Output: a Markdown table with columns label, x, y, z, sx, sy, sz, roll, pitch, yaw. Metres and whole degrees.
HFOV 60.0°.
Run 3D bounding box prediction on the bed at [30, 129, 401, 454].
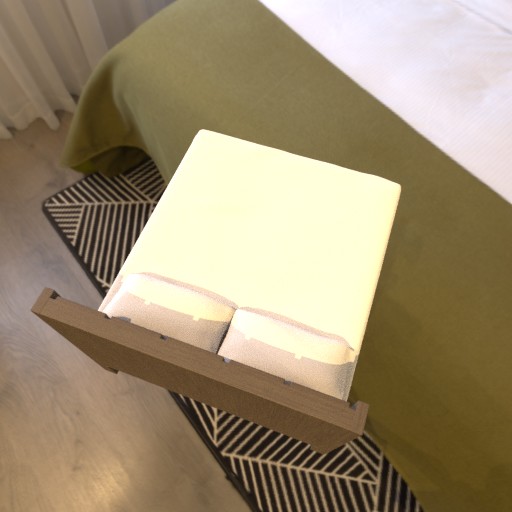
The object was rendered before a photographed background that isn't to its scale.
| label | x | y | z | sx | sy | sz | roll | pitch | yaw |
| --- | --- | --- | --- | --- | --- | --- | --- | --- | --- |
| bed | 0.000 | 0.000 | 3.104 | 1.735 | 1.261 | 1.992 | 18 | 64 | 9 |
